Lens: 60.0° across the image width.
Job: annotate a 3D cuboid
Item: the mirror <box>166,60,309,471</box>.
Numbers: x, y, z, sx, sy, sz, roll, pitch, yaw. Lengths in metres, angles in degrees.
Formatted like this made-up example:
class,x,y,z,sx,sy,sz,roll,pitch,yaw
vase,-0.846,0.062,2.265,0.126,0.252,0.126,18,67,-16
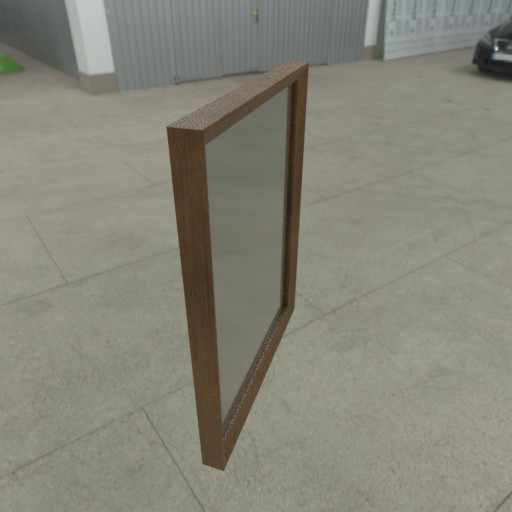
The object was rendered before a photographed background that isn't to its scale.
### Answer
class,x,y,z,sx,sy,sz,roll,pitch,yaw
mirror,0.000,0.000,0.693,0.041,0.509,0.406,10,33,16
